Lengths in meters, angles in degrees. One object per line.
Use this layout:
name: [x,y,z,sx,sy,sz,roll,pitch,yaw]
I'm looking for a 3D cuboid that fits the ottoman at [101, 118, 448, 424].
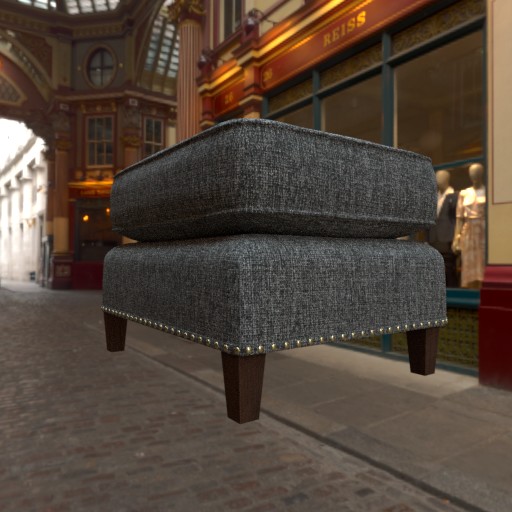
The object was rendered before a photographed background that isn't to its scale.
ottoman: [0.000,0.000,1.144,0.589,0.537,0.738,0,0,-35]
